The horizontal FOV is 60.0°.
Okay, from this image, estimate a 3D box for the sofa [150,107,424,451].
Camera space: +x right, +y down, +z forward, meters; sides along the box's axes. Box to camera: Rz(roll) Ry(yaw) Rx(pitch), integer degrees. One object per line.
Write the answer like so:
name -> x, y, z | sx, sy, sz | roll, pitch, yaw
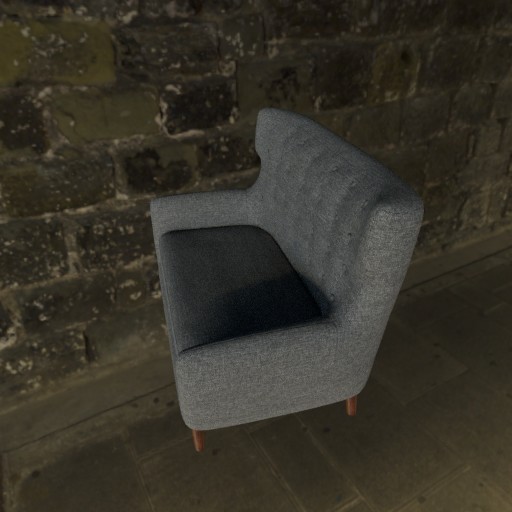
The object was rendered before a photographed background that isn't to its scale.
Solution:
sofa -> 0.000, 0.000, 2.032 | 0.874, 1.028, 1.358 | -8, 32, -13
